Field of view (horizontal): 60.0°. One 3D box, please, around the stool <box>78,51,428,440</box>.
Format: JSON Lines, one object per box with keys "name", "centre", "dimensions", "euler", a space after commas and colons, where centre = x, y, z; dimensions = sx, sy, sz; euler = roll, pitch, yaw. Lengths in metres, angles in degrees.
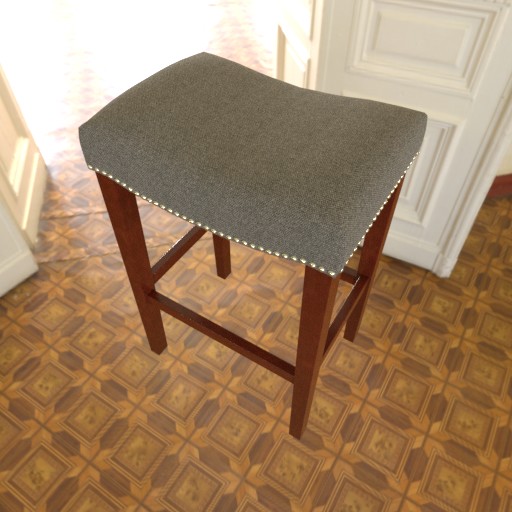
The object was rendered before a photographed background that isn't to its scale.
{"name": "stool", "centre": [0.000, 0.000, 1.013], "dimensions": [0.504, 0.742, 0.372], "euler": [25, 52, 21]}
